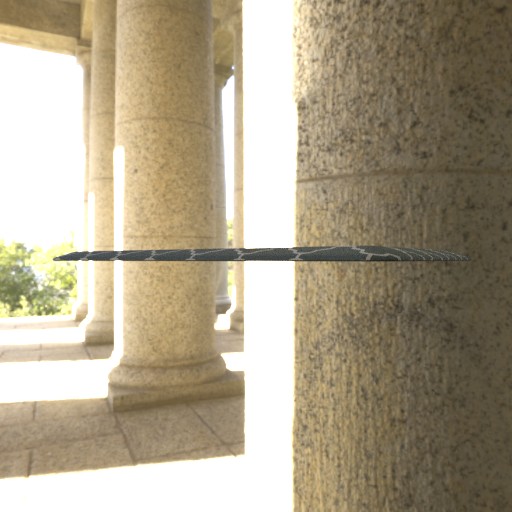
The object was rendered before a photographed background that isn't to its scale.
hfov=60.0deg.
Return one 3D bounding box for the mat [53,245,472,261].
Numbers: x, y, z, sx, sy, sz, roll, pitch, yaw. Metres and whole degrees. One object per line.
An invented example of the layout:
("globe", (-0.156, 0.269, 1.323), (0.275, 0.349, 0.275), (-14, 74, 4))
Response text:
("mat", (0.000, 0.000, 0.944), (0.762, 0.021, 0.508), (0, -1, 36))
